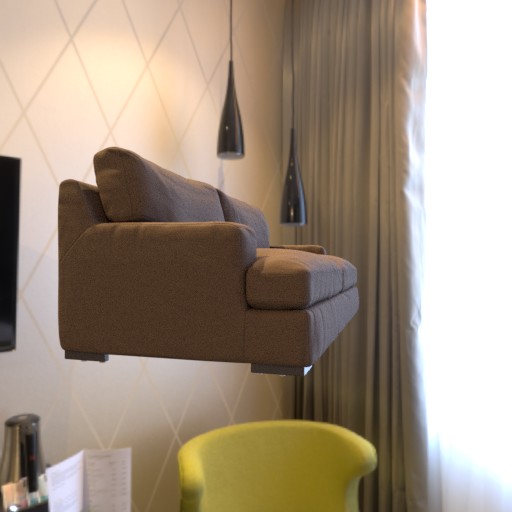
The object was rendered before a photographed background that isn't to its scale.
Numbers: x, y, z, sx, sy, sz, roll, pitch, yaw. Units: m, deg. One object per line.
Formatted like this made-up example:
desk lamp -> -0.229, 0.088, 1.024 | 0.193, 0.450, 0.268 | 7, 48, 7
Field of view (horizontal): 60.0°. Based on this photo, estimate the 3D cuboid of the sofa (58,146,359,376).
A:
sofa -> 0.000, 0.000, 2.831 | 1.140, 0.950, 2.274 | 0, -1, 17
